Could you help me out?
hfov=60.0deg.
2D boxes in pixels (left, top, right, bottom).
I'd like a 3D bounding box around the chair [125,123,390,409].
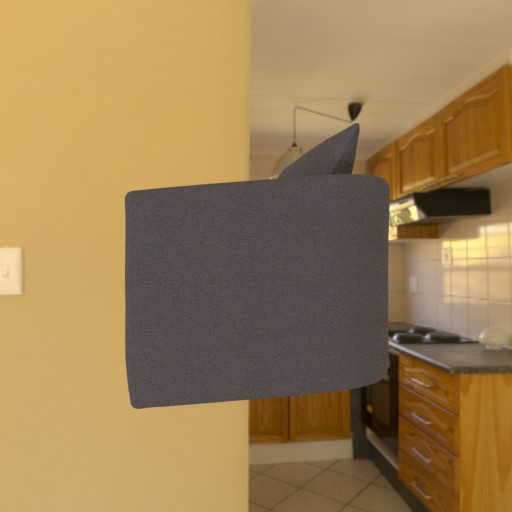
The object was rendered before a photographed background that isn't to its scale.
[{"bbox_3d":[0.000,0.000,1.608,0.910,0.848,0.845,1,-2,-16],"label":"chair"}]
